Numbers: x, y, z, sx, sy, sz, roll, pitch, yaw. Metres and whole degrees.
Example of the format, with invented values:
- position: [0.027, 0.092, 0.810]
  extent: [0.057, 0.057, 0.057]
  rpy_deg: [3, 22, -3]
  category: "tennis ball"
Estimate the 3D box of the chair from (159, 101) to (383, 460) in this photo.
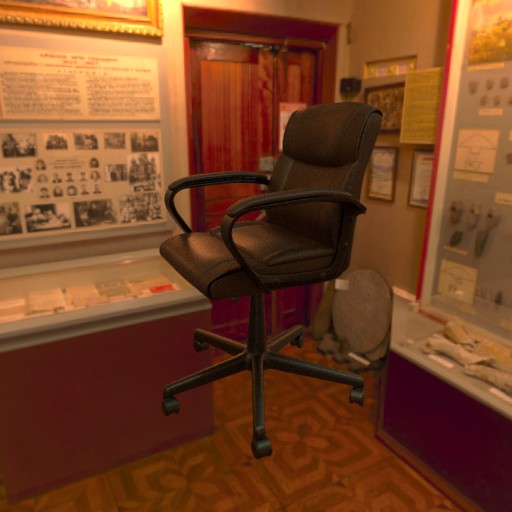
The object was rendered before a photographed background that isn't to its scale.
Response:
- position: [0.000, 0.000, 1.512]
  extent: [0.717, 1.004, 0.739]
  rpy_deg: [-8, 19, -26]
  category: "chair"
